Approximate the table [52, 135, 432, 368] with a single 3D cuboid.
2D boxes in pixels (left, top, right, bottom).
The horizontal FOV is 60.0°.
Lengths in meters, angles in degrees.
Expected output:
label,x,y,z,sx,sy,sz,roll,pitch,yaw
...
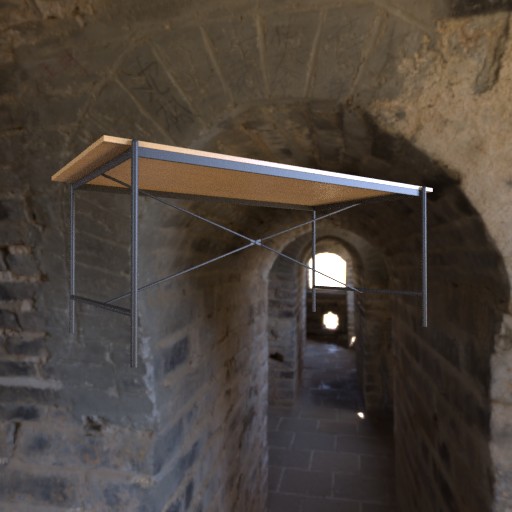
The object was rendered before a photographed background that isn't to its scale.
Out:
label,x,y,z,sx,sy,sz,roll,pitch,yaw
table,0.000,0.000,2.293,1.800,0.758,0.900,1,-1,-35
